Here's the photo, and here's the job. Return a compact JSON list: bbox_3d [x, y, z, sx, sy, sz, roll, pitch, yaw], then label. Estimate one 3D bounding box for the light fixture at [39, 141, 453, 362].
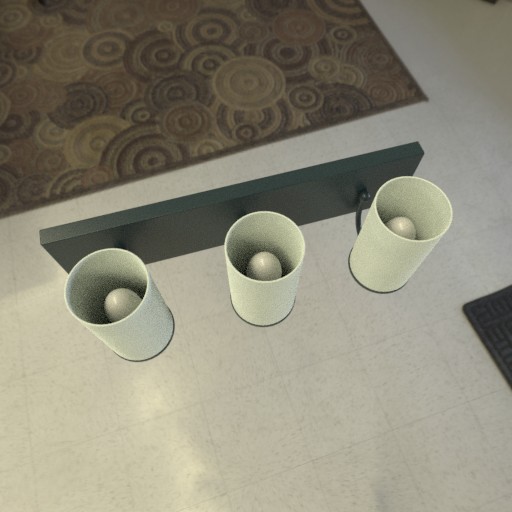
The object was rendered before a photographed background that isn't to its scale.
[{"bbox_3d":[0.000,0.000,0.524,0.451,0.172,0.145,-14,65,-7],"label":"light fixture"}]
